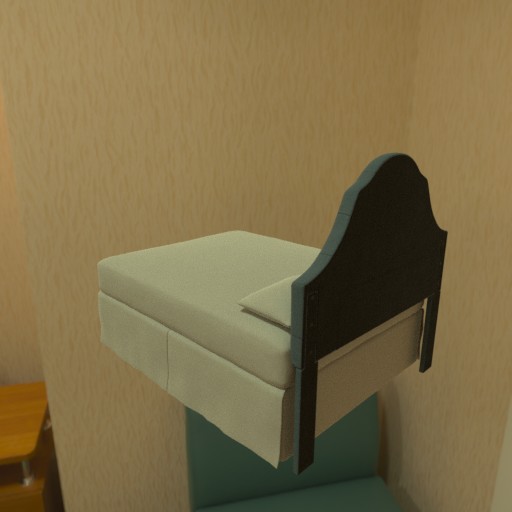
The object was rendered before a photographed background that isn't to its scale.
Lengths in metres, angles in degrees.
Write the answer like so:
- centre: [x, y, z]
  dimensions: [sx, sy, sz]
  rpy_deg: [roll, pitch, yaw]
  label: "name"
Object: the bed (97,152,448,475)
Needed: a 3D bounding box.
- centre: [0.000, 0.000, 3.282]
  dimensions: [1.636, 1.575, 2.155]
  rpy_deg: [-15, 22, -42]
  label: "bed"
